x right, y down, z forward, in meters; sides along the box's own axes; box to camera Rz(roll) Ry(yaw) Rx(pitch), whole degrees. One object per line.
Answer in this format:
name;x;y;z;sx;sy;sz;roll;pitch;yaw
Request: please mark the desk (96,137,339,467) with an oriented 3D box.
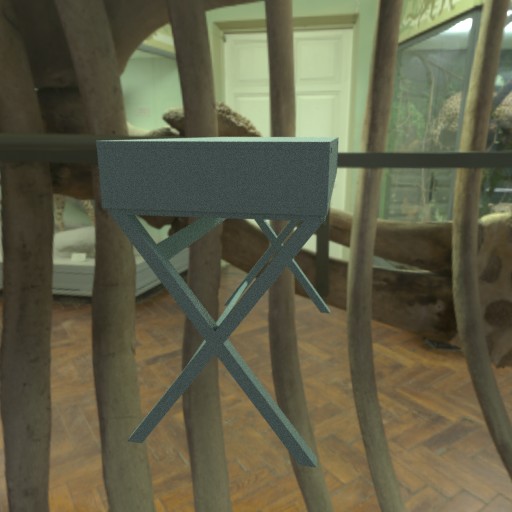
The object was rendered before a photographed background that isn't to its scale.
desk;0.000;0.000;1.523;0.509;0.780;1.059;3;16;11
